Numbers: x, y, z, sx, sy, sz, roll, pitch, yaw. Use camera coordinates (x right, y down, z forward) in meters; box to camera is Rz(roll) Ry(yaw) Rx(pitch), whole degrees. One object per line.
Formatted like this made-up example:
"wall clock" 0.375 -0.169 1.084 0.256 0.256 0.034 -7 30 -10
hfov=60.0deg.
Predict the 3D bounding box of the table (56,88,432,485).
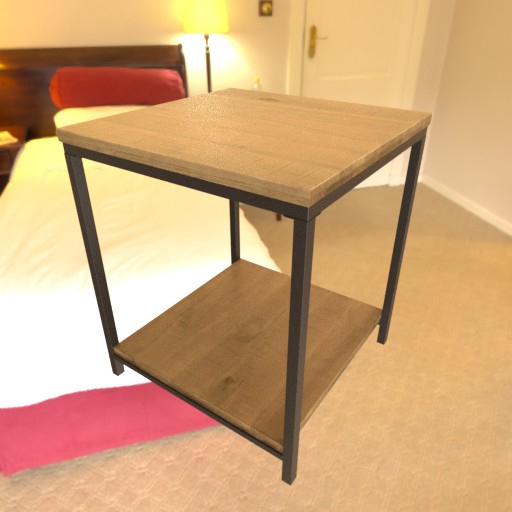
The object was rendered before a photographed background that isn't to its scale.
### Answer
"table" 0.000 0.000 0.979 0.507 0.589 0.503 19 35 30
